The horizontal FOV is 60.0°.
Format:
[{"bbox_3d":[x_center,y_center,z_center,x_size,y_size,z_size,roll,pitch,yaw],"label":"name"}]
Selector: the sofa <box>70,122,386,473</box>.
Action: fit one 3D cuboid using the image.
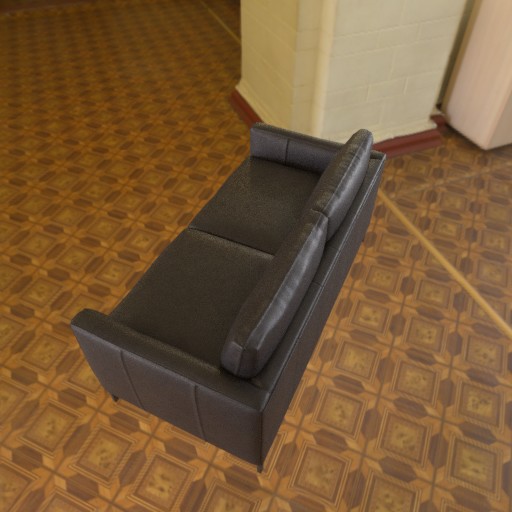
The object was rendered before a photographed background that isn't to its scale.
[{"bbox_3d":[0.000,0.000,2.360,0.947,0.883,1.805,17,49,16],"label":"sofa"}]
